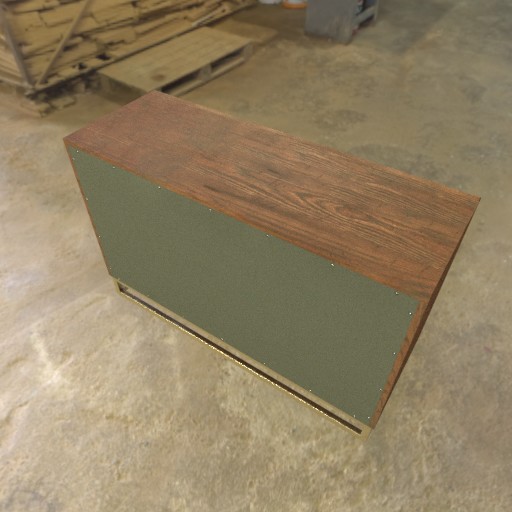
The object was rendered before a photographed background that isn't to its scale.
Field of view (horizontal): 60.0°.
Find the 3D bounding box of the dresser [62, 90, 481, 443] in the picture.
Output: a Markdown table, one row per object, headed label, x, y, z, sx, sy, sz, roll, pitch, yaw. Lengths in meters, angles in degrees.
| label | x | y | z | sx | sy | sz | roll | pitch | yaw |
| --- | --- | --- | --- | --- | --- | --- | --- | --- | --- |
| dresser | 0.000 | 0.000 | 2.185 | 1.646 | 1.061 | 0.623 | 25 | 50 | 23 |
